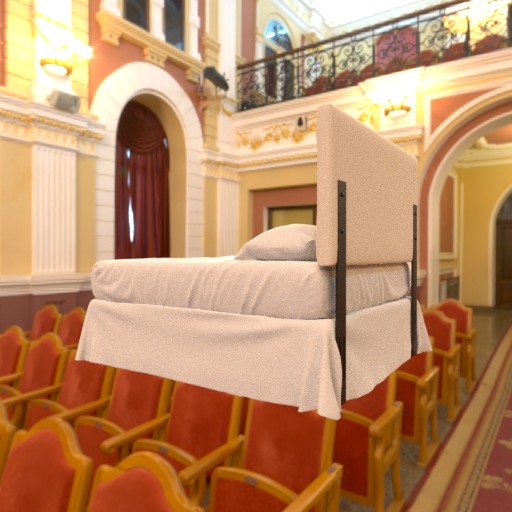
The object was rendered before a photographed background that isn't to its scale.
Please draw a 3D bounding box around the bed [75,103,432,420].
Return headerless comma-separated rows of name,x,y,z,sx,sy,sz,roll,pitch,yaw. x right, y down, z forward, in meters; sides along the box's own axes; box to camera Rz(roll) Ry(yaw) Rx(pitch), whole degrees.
bed,0.000,0.000,3.490,2.222,1.577,1.936,0,0,35
